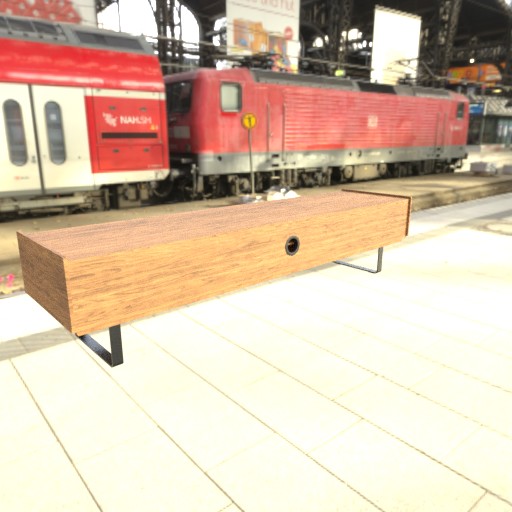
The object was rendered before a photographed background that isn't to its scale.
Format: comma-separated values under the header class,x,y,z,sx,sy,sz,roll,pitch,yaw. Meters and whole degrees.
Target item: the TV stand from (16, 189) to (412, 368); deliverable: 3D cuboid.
class,x,y,z,sx,sy,sz,roll,pitch,yaw
TV stand,0.000,0.000,1.988,1.796,0.415,0.467,-13,20,-40
